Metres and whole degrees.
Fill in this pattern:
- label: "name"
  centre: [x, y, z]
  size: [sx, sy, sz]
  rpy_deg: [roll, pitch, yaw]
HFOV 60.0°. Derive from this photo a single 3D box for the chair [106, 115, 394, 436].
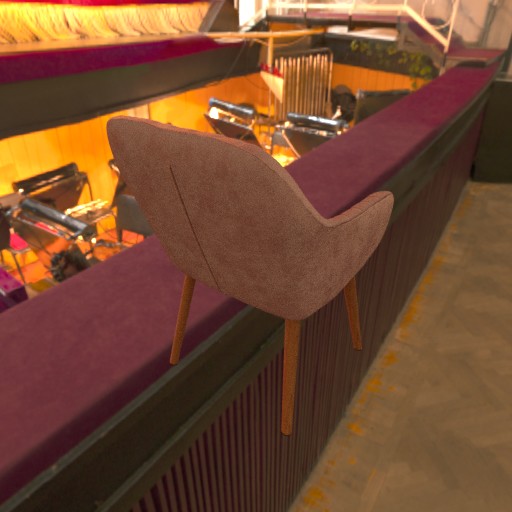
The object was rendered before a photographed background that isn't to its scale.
- label: "chair"
  centre: [0.000, 0.000, 1.245]
  size: [0.610, 0.832, 0.570]
  rpy_deg: [21, 37, 31]
